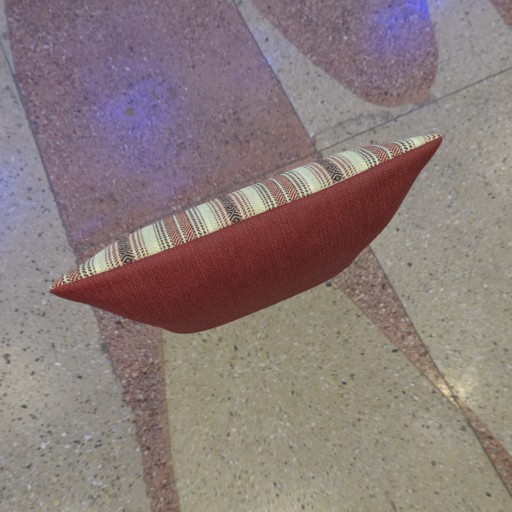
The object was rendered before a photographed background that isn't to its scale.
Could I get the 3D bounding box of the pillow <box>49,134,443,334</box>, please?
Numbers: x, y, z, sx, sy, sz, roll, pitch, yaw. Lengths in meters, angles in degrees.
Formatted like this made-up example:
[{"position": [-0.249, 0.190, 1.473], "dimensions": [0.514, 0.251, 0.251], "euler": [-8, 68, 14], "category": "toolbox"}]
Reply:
[{"position": [0.000, 0.000, 0.766], "dimensions": [0.513, 0.497, 0.166], "euler": [-22, 77, -5], "category": "pillow"}]
